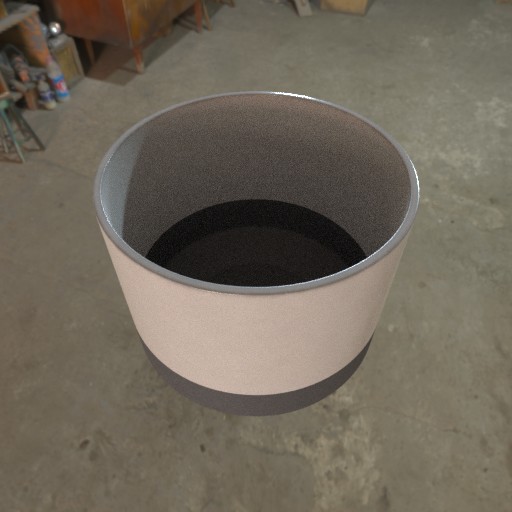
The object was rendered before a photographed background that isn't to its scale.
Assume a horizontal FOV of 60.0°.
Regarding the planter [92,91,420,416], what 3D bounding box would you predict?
[{"bbox_3d":[0.000,0.000,0.217,0.128,0.105,0.128,0,48,0],"label":"planter"}]
